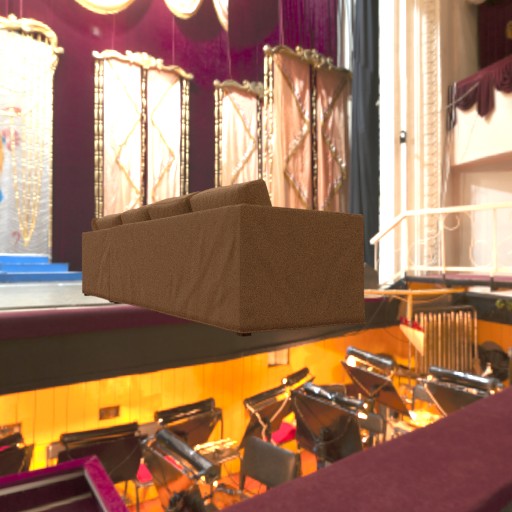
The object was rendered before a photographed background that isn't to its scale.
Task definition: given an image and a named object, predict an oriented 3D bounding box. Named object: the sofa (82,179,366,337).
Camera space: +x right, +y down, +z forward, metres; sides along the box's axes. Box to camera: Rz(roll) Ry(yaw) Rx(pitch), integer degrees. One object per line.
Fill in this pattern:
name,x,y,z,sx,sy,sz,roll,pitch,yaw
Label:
sofa,0.000,0.000,4.226,2.432,0.871,3.182,0,0,-35
